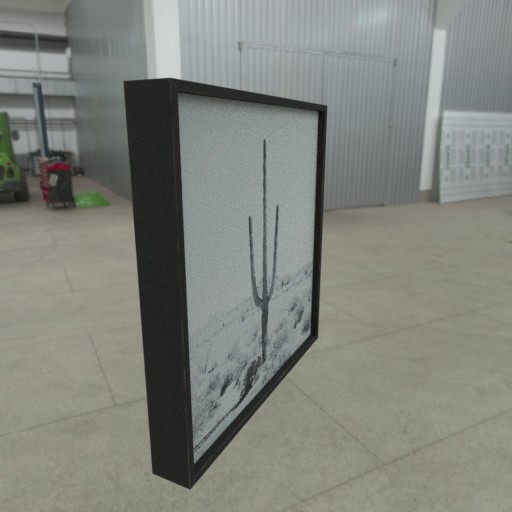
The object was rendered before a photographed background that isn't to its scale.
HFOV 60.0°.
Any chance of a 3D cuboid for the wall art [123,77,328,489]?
[{"bbox_3d":[0.000,0.000,0.450,0.038,0.305,0.305,8,17,26],"label":"wall art"}]
